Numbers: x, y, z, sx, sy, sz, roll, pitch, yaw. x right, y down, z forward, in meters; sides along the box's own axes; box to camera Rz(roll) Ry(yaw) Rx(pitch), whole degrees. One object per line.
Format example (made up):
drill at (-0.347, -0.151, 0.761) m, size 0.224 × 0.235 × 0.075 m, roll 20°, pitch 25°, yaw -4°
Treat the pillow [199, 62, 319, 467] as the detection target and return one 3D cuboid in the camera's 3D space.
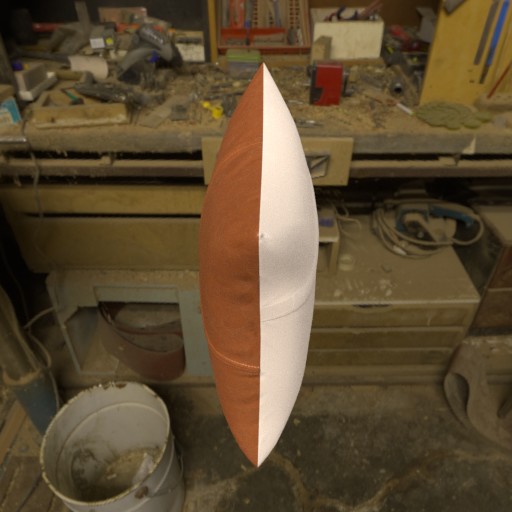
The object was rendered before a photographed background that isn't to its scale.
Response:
pillow at (0.000, 0.000, 0.745) m, size 0.192 × 0.477 × 0.501 m, roll 1°, pitch 40°, yaw 1°
